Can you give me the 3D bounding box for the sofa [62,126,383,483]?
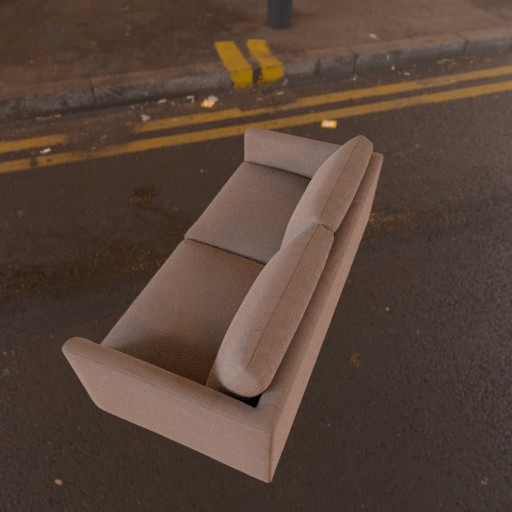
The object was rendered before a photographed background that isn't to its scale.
[{"bbox_3d":[0.000,0.000,2.819,1.090,0.838,2.588,17,48,16],"label":"sofa"}]
